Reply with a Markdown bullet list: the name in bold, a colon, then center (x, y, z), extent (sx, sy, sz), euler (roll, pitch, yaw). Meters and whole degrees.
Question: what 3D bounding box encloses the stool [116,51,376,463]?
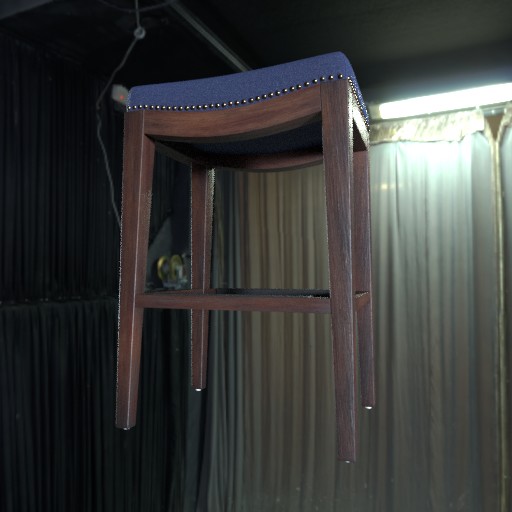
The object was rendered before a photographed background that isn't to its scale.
- **stool**: center (0.000, 0.000, 1.027), extent (0.498, 0.740, 0.358), euler (-1, -2, 20)
